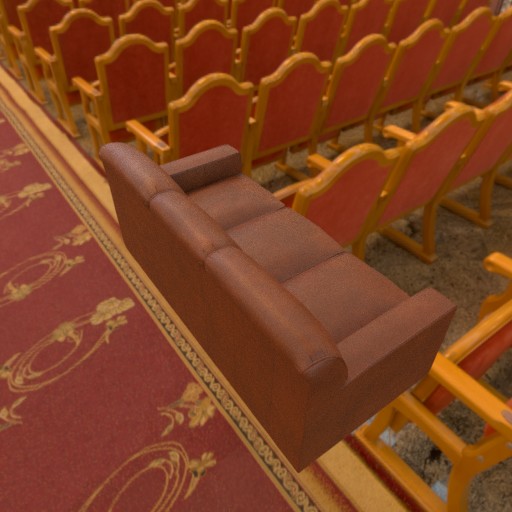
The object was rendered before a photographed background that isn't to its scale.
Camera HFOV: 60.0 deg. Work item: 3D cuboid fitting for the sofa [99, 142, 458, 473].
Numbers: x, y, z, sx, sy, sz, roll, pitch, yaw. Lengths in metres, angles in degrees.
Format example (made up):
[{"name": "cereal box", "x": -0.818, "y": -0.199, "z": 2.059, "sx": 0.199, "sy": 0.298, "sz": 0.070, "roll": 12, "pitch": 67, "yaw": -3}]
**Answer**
[{"name": "sofa", "x": 0.000, "y": 0.000, "z": 2.606, "sx": 1.008, "sy": 0.953, "sz": 2.039, "roll": -25, "pitch": 47, "yaw": -26}]
